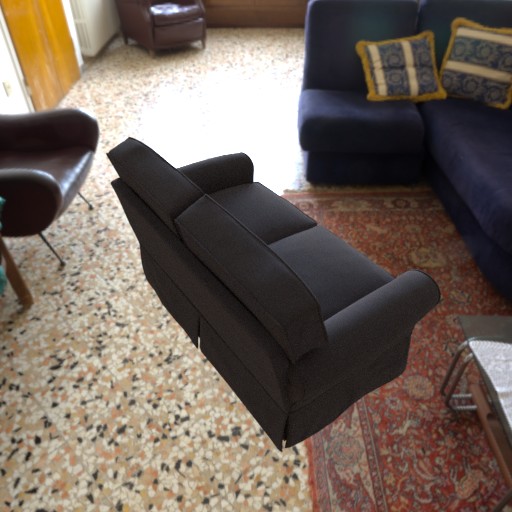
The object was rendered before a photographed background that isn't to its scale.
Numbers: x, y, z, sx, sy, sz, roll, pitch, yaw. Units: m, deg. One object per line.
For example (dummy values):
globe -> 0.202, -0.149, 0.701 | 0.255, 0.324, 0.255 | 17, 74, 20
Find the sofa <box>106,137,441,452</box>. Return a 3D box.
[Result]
sofa -> 0.000, 0.000, 2.512 | 0.997, 1.059, 1.801 | -25, 46, -27
